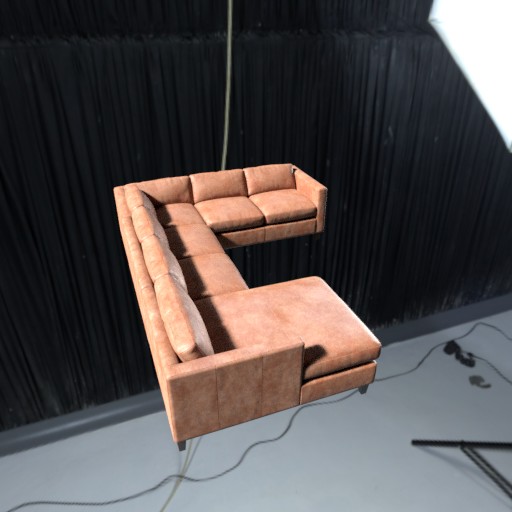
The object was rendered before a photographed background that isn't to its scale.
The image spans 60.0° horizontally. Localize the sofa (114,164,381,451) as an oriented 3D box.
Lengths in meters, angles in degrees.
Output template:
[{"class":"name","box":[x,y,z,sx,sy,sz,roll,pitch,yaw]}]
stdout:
[{"class":"sofa","box":[0.000,0.000,4.529,2.430,0.832,3.401,-11,31,-18]}]
